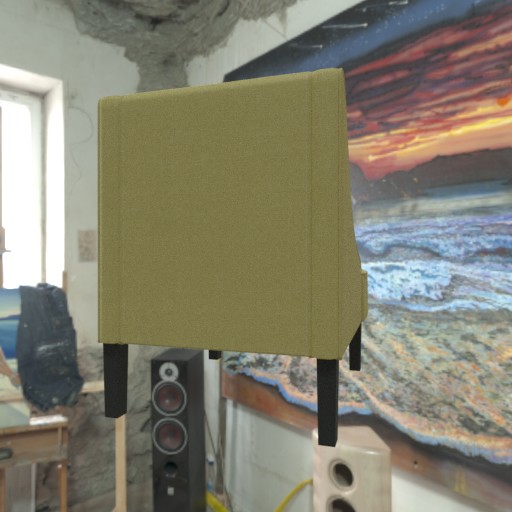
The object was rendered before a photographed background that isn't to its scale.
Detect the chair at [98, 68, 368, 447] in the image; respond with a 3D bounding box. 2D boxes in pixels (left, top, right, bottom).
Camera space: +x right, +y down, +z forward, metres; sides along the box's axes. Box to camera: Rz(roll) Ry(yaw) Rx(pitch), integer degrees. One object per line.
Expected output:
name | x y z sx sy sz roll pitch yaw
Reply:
chair | 0.000 0.000 1.506 0.696 0.896 0.814 0 0 18
